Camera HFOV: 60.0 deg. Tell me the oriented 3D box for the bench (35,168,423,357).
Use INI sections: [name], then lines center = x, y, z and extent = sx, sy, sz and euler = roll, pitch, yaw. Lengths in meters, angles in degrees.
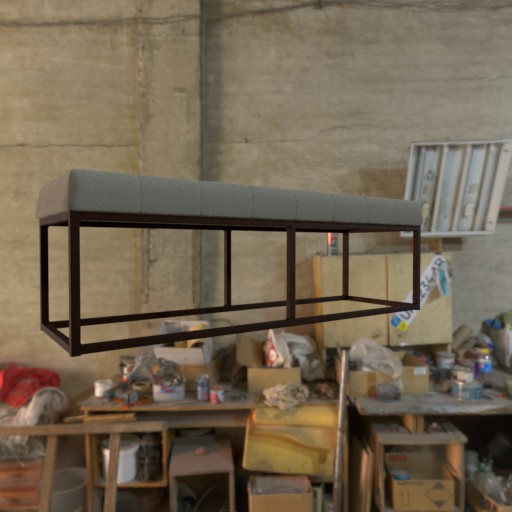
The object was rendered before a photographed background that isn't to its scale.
[bench]
center = 0.000, 0.000, 1.722
extent = 1.488, 0.488, 0.479
euler = -1, 2, -35
